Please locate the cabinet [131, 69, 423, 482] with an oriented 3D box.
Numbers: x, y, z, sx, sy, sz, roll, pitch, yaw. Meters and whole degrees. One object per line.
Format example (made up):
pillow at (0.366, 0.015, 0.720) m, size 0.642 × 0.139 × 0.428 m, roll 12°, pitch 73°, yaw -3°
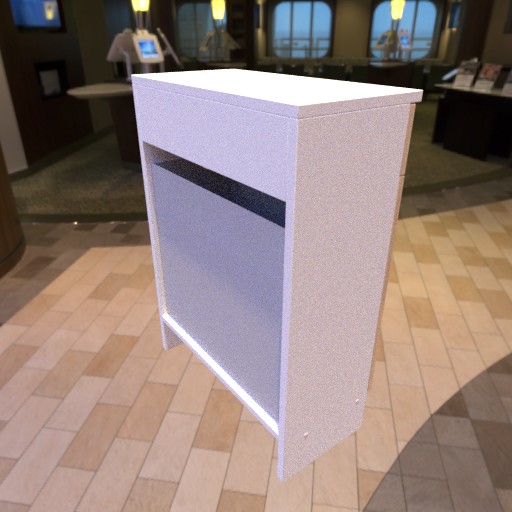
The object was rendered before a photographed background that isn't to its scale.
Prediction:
cabinet at (0.000, 0.000, 1.106) m, size 0.296 × 0.815 × 0.600 m, roll -19°, pitch 32°, yaw -32°
